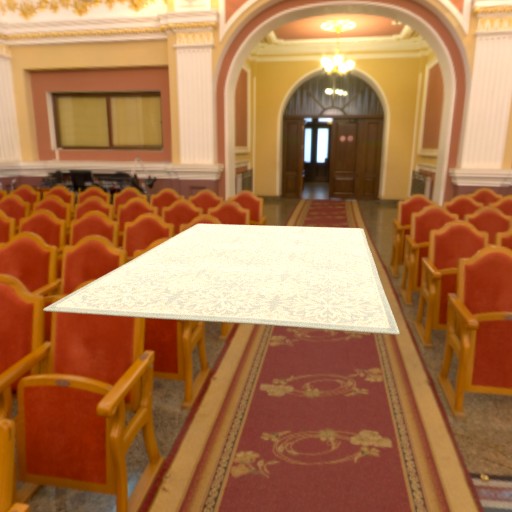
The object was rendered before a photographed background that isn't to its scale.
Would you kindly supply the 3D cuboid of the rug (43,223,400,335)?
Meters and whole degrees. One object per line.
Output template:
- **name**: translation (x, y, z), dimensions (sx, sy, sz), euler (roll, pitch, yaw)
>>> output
- **rug**: translation (0.000, 0.000, 2.349), dimensions (1.219, 0.012, 1.840), euler (2, 14, 10)
